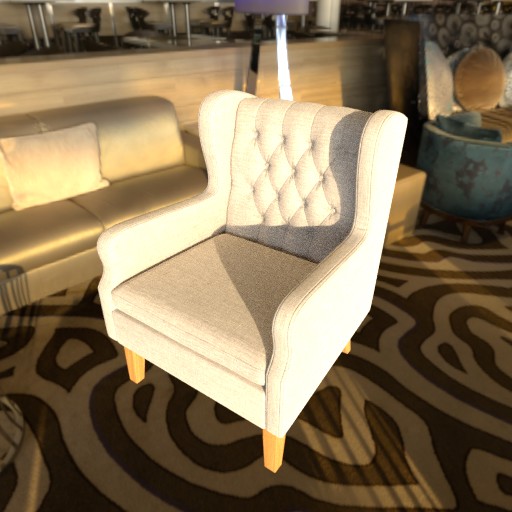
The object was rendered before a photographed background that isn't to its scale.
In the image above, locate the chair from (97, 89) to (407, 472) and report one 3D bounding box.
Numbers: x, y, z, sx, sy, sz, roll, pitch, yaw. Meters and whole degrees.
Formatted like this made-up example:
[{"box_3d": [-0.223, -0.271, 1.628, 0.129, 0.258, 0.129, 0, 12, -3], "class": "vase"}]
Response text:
[{"box_3d": [0.000, 0.000, 1.472, 0.710, 0.930, 0.760, 20, 35, 30], "class": "chair"}]
